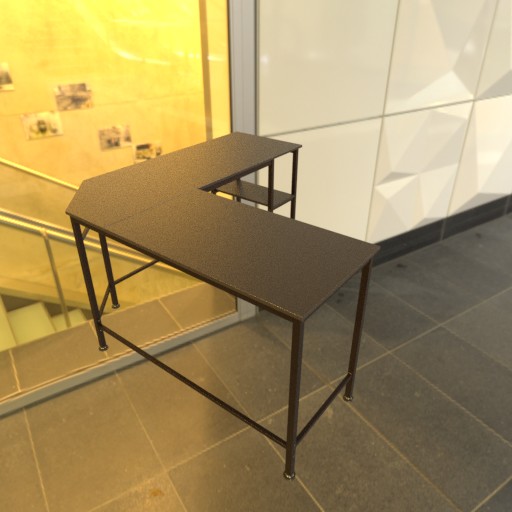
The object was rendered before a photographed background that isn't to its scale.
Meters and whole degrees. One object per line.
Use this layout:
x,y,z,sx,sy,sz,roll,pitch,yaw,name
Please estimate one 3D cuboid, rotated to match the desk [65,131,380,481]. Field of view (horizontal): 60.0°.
0.000,0.000,2.210,1.379,0.739,1.379,21,36,32,desk
